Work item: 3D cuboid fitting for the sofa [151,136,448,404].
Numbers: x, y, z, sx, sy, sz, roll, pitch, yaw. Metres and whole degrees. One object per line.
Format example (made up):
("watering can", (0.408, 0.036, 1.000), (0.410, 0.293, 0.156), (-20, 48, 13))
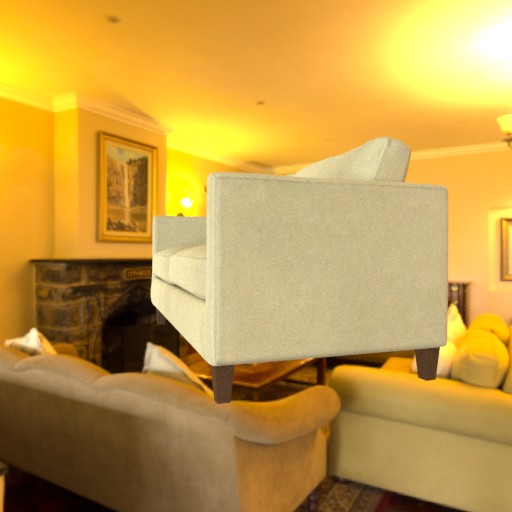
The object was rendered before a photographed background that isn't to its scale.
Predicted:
("sofa", (0.000, 0.000, 2.378), (0.950, 0.940, 1.846), (0, 0, -19))
